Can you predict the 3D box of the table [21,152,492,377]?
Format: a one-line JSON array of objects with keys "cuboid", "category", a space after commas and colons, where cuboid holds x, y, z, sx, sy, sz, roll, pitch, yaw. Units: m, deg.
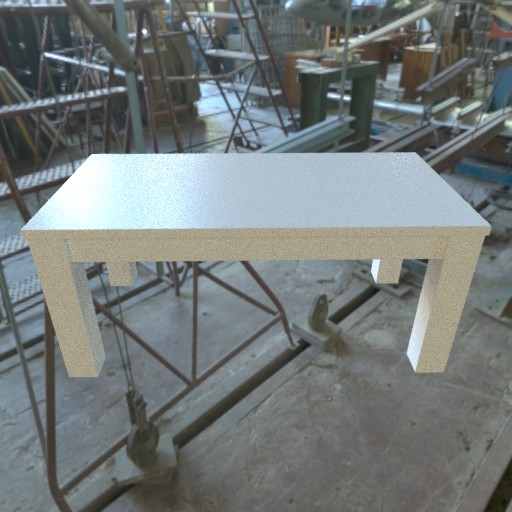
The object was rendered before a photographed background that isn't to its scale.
[{"cuboid": [0.000, 0.000, 2.280, 1.800, 0.790, 0.900, -1, 31, -1], "category": "table"}]
